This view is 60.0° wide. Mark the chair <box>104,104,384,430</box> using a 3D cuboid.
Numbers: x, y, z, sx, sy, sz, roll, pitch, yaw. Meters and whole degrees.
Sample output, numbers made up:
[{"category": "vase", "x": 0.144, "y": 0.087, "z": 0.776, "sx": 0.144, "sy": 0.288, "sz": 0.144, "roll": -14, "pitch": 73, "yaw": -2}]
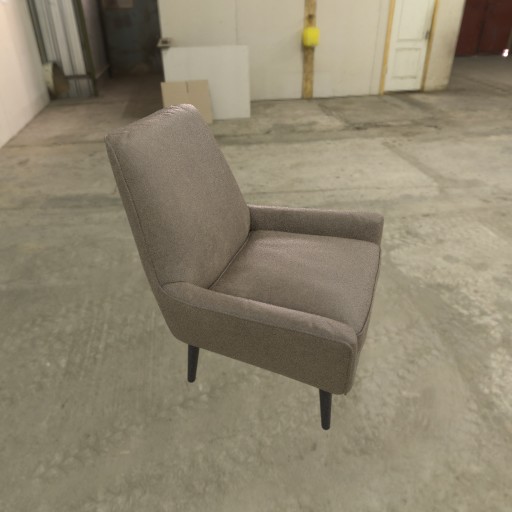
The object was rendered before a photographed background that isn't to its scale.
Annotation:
[{"category": "chair", "x": 0.000, "y": 0.000, "z": 1.528, "sx": 0.824, "sy": 0.888, "sz": 0.787, "roll": 10, "pitch": 32, "yaw": 16}]
